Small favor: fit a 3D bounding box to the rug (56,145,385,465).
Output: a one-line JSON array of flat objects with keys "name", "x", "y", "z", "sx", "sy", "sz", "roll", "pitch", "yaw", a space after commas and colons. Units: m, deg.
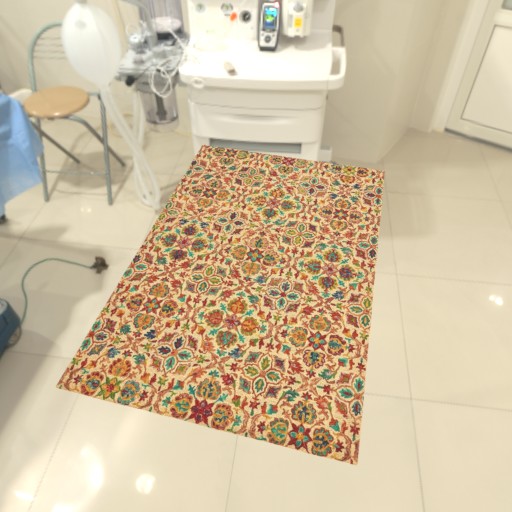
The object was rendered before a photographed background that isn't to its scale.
[{"name": "rug", "x": 0.000, "y": 0.000, "z": 2.316, "sx": 1.226, "sy": 0.013, "sz": 1.838, "roll": 11, "pitch": 48, "yaw": 10}]
